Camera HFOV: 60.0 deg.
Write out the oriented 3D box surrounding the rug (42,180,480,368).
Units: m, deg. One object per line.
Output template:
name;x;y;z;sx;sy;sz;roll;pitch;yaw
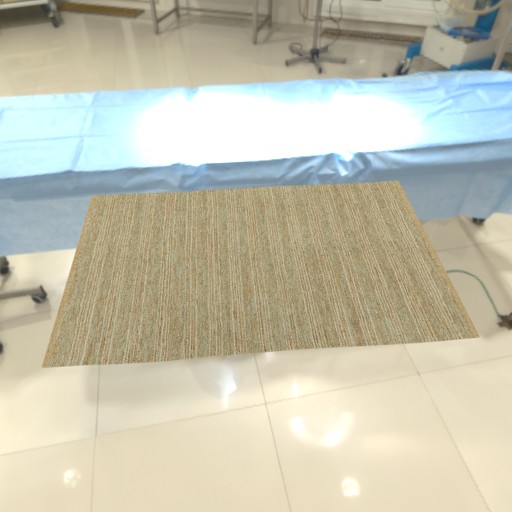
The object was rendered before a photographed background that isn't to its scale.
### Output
rug;0.000;0.000;2.997;2.448;0.012;1.540;-3;45;-3
